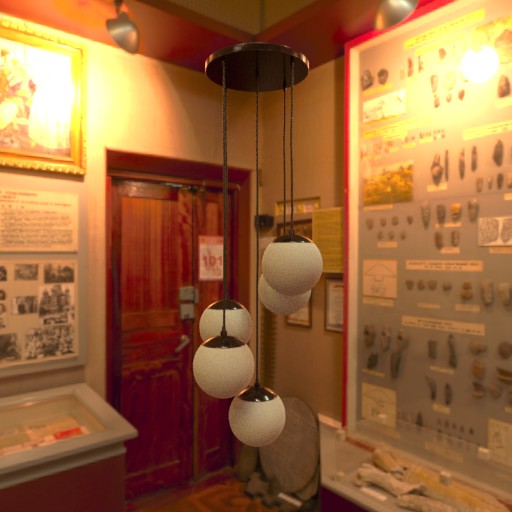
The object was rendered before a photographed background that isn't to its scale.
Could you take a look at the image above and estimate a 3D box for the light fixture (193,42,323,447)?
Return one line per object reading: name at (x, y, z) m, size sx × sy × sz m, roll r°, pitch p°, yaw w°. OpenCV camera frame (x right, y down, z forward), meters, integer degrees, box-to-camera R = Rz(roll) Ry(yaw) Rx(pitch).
light fixture at (0.000, 0.000, 1.493) m, size 0.484 × 1.271 × 0.489 m, roll 0°, pitch 0°, yaw -37°
